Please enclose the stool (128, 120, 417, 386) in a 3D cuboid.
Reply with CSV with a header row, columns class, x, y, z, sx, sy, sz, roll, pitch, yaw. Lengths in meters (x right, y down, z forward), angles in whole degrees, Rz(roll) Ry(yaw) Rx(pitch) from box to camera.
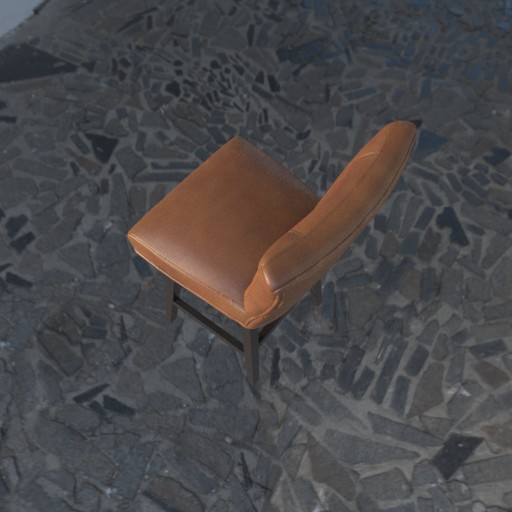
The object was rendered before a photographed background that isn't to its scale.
class,x,y,z,sx,sy,sz,roll,pitch,yaw
stool,0.000,0.000,1.421,0.585,1.094,0.522,36,68,17
